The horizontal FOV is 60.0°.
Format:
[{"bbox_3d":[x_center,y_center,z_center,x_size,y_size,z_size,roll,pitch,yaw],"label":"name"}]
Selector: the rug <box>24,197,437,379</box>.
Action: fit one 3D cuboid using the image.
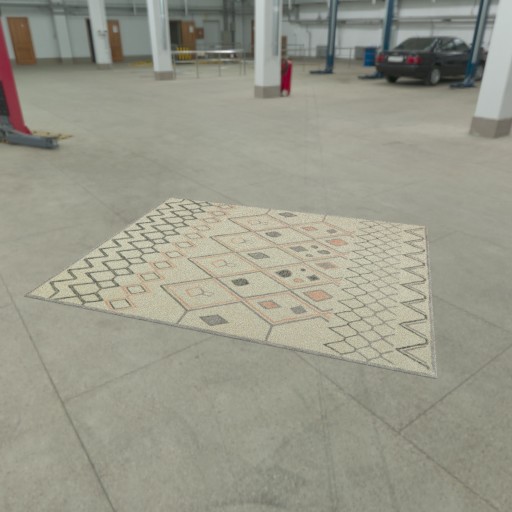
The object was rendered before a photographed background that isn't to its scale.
[{"bbox_3d":[0.000,0.000,4.096,3.050,0.016,2.441,8,28,16],"label":"rug"}]
